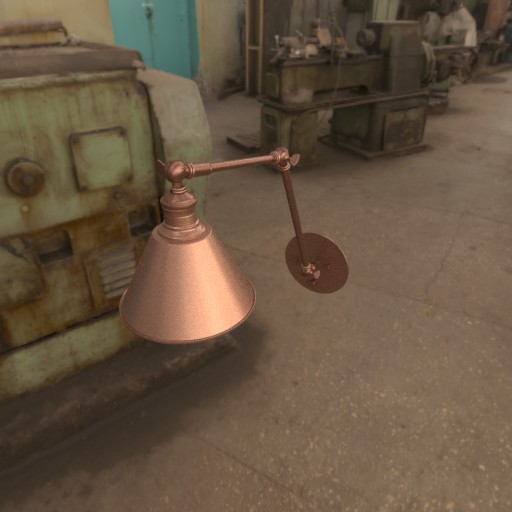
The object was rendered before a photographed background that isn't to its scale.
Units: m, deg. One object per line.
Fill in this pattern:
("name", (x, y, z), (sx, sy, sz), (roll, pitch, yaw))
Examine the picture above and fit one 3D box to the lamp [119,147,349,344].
("lamp", (0.000, 0.000, 0.889), (0.223, 0.502, 0.624), (19, 35, 29))
